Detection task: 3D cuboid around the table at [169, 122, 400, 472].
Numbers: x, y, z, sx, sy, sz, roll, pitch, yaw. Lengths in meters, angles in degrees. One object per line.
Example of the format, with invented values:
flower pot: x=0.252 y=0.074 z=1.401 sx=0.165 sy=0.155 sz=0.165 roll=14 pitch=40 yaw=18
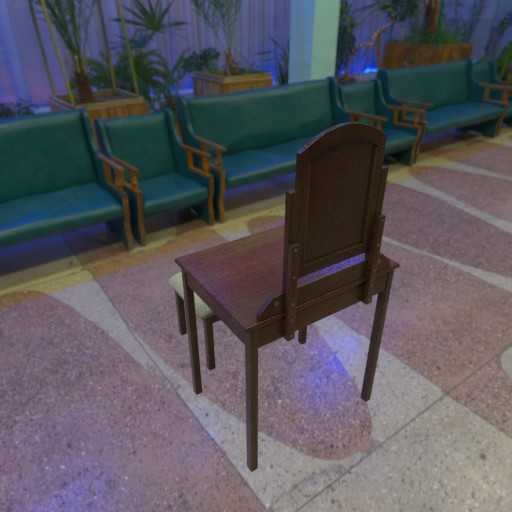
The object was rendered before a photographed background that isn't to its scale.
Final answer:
table: x=0.000 y=0.000 z=2.369 sx=0.876 sy=1.631 sz=1.211 roll=-19 pitch=35 yaw=-29
